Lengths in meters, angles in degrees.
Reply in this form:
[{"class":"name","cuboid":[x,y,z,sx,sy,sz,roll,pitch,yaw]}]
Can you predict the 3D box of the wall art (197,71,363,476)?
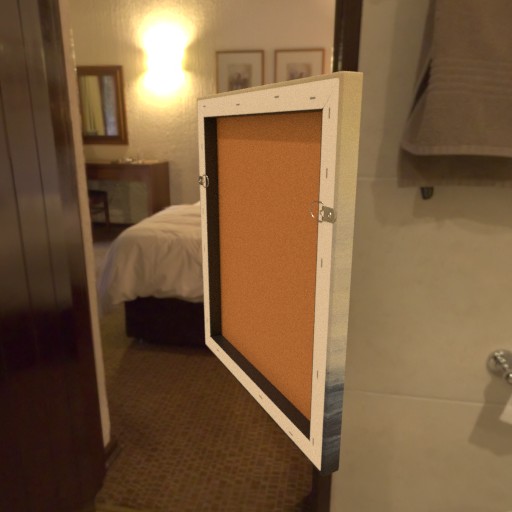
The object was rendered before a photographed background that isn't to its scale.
[{"class":"wall art","cuboid":[0.000,0.000,0.999,0.041,0.710,0.608,-8,18,-27]}]
